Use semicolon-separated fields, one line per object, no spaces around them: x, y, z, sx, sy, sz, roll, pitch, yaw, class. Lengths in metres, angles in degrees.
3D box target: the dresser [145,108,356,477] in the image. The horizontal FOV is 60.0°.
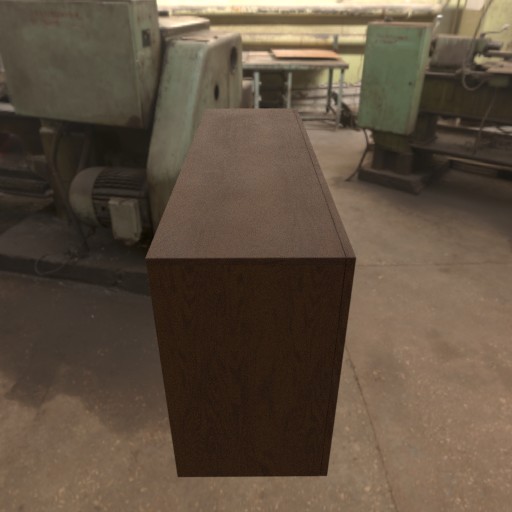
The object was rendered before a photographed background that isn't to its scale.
0.000;0.000;1.883;0.512;0.889;1.523;0;31;0;dresser
